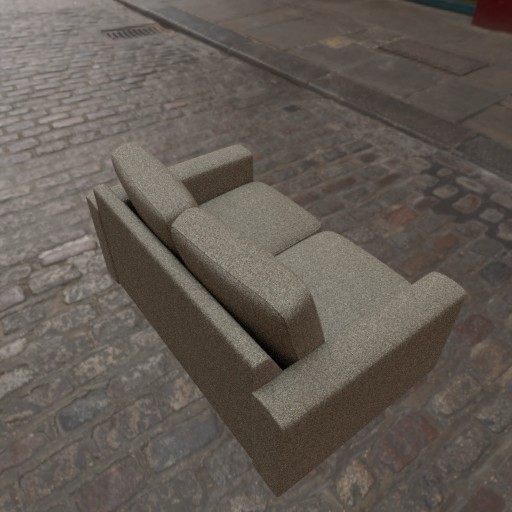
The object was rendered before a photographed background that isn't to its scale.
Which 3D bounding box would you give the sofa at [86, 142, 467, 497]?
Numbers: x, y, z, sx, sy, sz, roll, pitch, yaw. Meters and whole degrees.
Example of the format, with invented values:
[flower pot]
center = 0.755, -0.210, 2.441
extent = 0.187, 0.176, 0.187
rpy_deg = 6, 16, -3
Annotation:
[sofa]
center = 0.000, 0.000, 2.129
extent = 1.016, 0.873, 1.616
rpy_deg = -26, 47, -27
